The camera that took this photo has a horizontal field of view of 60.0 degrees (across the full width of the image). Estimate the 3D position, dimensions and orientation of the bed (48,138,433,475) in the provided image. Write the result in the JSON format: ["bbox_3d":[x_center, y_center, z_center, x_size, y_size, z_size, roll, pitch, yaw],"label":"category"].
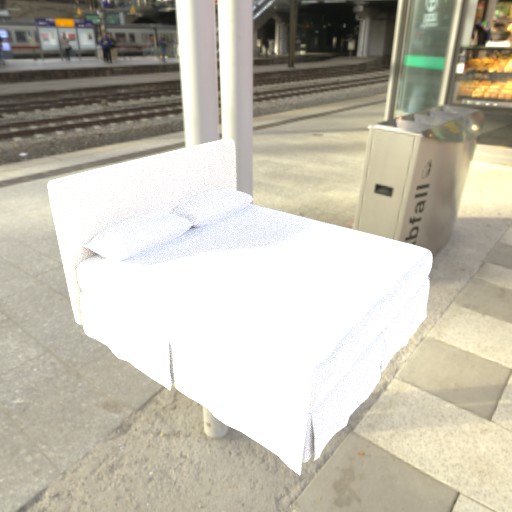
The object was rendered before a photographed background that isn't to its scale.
[{"bbox_3d":[0.000,0.000,3.572,2.341,1.317,2.119,18,31,33],"label":"bed"}]
